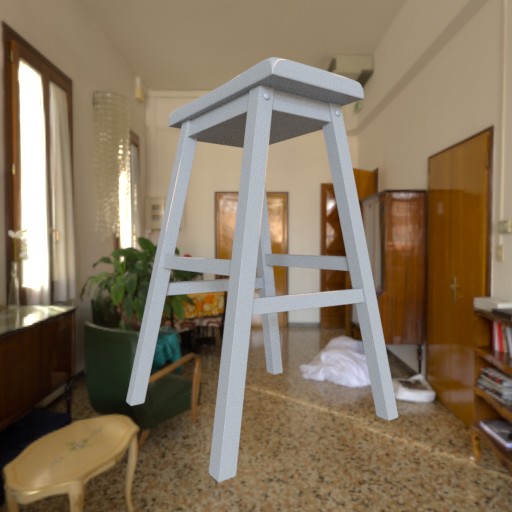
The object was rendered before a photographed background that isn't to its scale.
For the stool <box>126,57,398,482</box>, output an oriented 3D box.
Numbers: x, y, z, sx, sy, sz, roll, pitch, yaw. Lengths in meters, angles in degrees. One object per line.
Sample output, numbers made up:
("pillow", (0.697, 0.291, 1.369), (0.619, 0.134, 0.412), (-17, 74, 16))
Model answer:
("stool", (0.000, 0.000, 1.052), (0.476, 0.737, 0.457), (-1, 2, -35))
